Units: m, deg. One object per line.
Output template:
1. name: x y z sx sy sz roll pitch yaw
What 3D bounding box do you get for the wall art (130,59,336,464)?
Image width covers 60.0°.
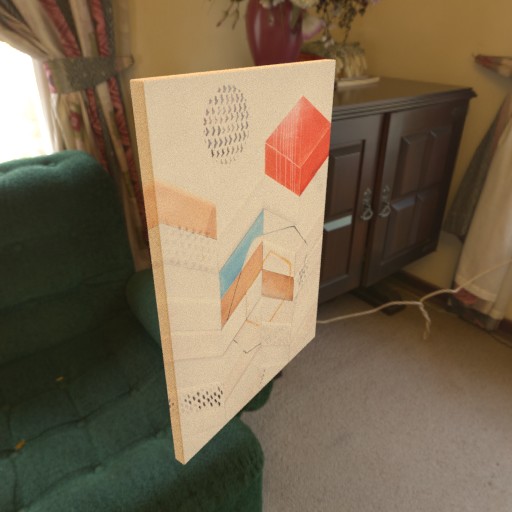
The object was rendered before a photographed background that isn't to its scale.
1. wall art: 0.000 0.000 1.079 0.036 0.848 0.613 19 33 32
